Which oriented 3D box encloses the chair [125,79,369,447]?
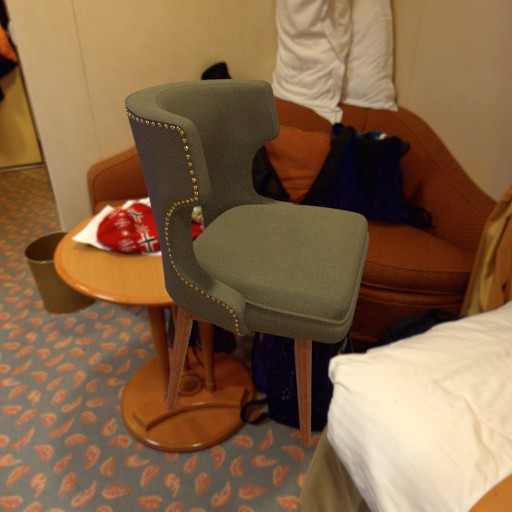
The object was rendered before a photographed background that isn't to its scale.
[{"bbox_3d":[0.000,0.000,1.228,0.581,0.863,0.595,9,31,16],"label":"chair"}]
